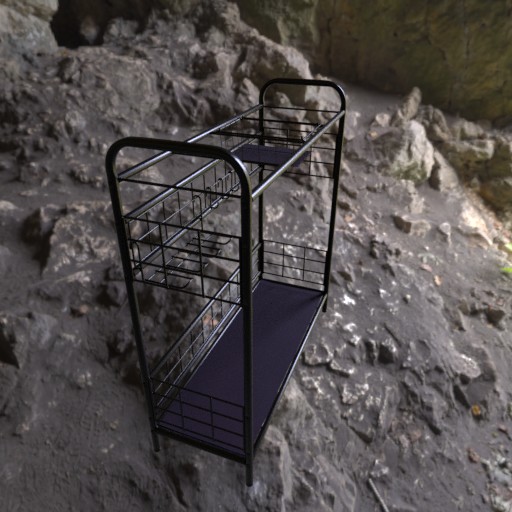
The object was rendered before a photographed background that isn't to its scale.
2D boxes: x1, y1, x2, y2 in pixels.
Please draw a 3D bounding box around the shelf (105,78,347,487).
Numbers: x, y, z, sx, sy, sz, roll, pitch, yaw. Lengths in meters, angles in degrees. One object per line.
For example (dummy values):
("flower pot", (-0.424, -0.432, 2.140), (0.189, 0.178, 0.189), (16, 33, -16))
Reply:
("shelf", (0.000, 0.000, 1.524), (0.350, 1.026, 0.961), (11, 31, 19))
